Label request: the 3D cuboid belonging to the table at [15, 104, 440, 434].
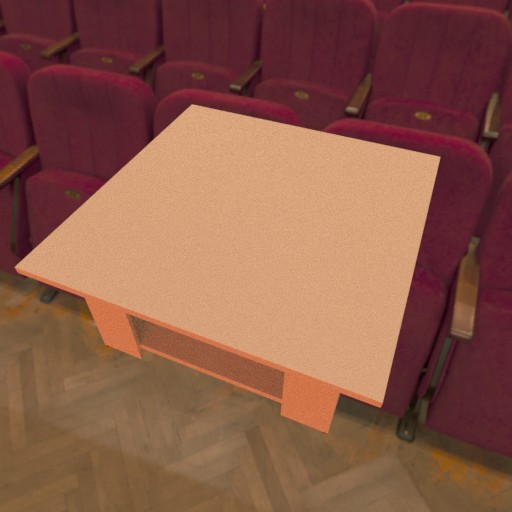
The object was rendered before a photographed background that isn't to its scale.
[{"bbox_3d":[0.000,0.000,1.041,0.670,0.305,0.670,17,48,16],"label":"table"}]
